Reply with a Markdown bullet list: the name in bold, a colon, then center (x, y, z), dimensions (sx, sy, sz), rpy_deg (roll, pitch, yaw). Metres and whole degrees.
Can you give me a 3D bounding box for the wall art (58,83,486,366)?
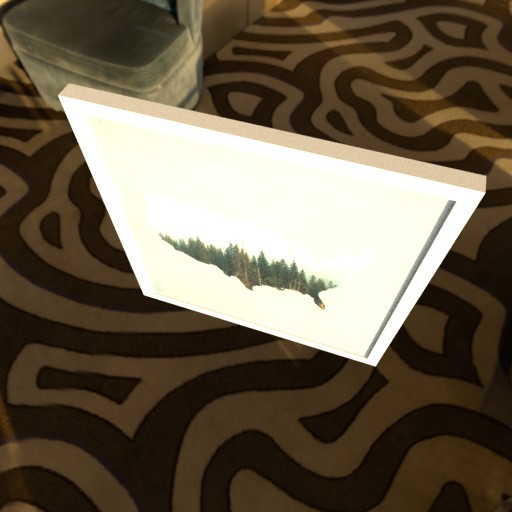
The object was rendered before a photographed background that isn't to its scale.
- **wall art**: center (0.000, 0.000, 1.080), dimensions (0.762, 0.762, 0.038), rpy_deg (15, 57, 10)
